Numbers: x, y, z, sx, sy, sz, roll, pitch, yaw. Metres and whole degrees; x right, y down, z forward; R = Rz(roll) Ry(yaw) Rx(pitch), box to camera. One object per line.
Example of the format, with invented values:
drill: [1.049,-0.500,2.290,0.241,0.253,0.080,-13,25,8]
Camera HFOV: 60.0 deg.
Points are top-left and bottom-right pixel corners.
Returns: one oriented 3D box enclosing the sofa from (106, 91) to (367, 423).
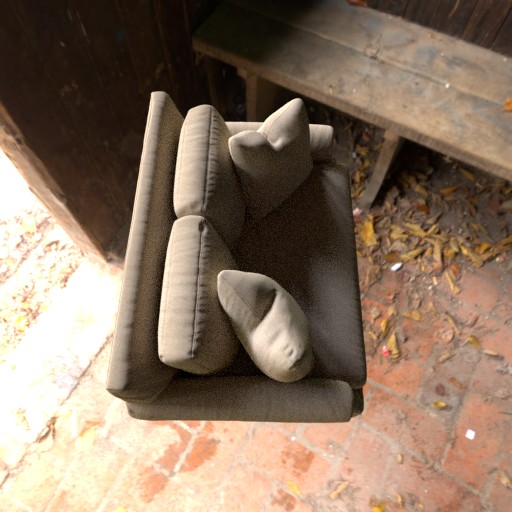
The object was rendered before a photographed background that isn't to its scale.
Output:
sofa: [0.000,0.000,2.187,1.070,0.905,1.550,1,65,0]
